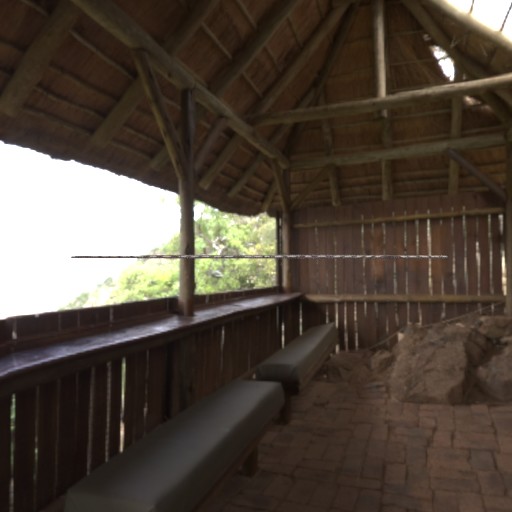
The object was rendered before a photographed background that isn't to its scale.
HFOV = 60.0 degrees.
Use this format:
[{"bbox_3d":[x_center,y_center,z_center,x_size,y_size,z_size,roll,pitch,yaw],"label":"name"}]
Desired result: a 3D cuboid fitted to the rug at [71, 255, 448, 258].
[{"bbox_3d":[0.000,0.000,2.993,1.517,0.011,2.435,0,0,-1],"label":"rug"}]
